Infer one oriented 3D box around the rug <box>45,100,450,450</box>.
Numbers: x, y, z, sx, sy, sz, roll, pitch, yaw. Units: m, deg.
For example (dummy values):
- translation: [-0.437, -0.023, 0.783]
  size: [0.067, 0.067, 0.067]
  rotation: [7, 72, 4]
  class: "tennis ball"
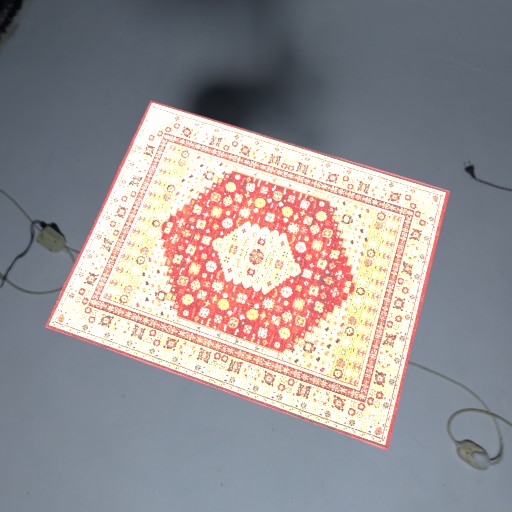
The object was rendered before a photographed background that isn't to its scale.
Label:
- translation: [0.000, 0.000, 4.003]
  size: [3.053, 0.013, 2.387]
  rotation: [18, 75, 5]
  class: "rug"
